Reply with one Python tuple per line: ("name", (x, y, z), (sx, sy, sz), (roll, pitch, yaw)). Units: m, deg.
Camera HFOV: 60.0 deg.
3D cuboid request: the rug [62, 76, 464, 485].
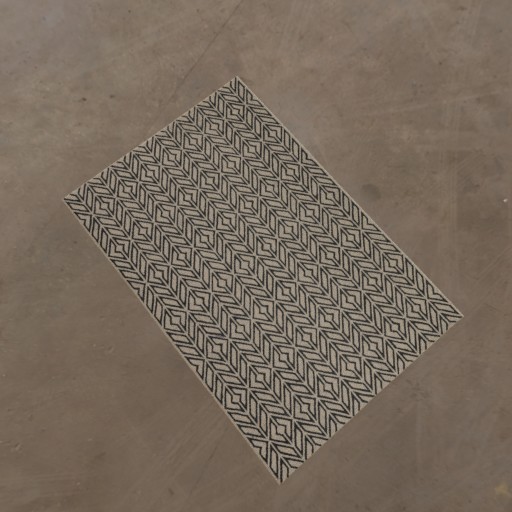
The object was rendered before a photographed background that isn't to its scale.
("rug", (0.000, 0.000, 2.321), (1.220, 0.007, 1.828), (-39, 78, -9))
